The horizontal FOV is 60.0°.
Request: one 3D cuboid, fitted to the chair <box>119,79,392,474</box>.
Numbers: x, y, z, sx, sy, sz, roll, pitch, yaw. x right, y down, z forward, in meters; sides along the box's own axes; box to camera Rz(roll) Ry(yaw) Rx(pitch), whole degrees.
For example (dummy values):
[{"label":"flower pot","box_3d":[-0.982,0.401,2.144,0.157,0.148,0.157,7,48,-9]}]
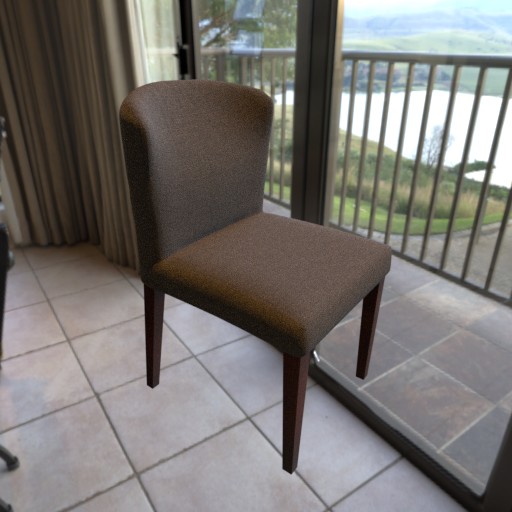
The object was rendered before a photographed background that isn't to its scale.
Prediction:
[{"label":"chair","box_3d":[0.000,0.000,1.171,0.589,0.839,0.491,18,32,32]}]
